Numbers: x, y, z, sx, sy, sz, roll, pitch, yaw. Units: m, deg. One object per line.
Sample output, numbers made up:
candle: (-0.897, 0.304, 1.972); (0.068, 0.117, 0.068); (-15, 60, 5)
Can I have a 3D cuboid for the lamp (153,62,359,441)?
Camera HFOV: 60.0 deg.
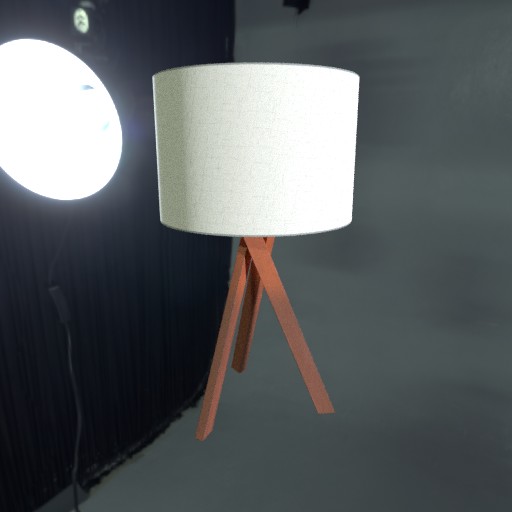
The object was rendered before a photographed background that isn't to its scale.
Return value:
lamp: (0.000, 0.000, 0.921); (0.380, 0.686, 0.380); (7, 16, 26)
